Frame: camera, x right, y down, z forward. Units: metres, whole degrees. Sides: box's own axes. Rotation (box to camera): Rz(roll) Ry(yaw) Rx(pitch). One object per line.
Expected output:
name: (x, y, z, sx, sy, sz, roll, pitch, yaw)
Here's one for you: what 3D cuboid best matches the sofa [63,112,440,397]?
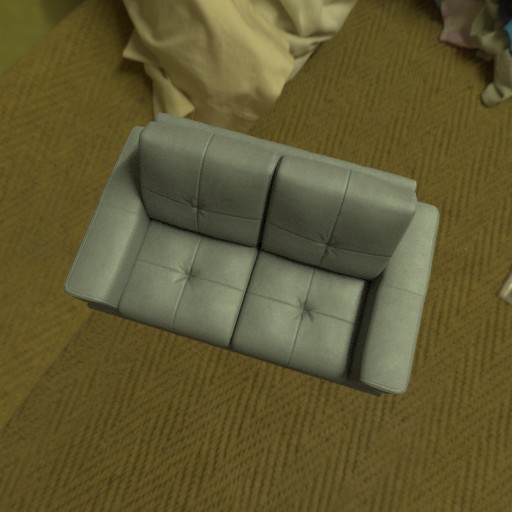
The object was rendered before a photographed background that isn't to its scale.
sofa: (0.000, 0.000, 2.380, 1.806, 0.907, 1.018, 16, 75, 4)
